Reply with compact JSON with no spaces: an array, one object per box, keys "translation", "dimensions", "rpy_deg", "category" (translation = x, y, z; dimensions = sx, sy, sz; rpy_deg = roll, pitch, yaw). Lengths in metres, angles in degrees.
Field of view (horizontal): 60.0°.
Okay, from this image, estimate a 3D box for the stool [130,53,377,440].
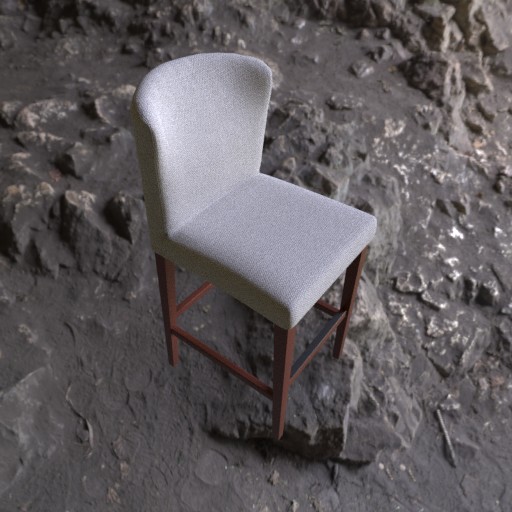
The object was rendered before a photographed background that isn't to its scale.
[{"translation":[0.000,0.000,1.377],"dimensions":[0.568,1.069,0.481],"rpy_deg":[26,48,27],"category":"stool"}]
